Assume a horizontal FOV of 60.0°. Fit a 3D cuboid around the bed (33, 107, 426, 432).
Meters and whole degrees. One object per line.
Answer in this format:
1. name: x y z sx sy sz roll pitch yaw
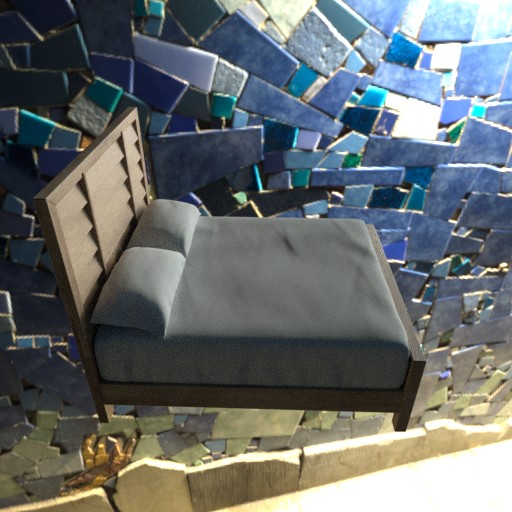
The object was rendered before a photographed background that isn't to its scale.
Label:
1. bed: 0.000 0.000 3.133 2.017 1.631 1.615 1 33 2
